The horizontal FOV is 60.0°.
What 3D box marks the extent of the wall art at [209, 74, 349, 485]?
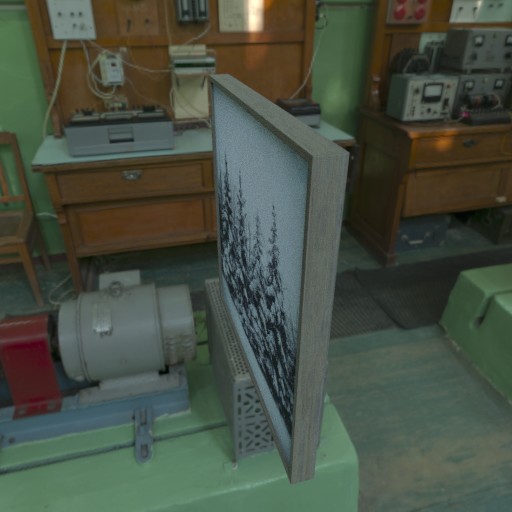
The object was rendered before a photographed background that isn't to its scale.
[{"bbox_3d":[0.000,0.000,0.753,0.037,0.507,0.507,-8,31,-14],"label":"wall art"}]
